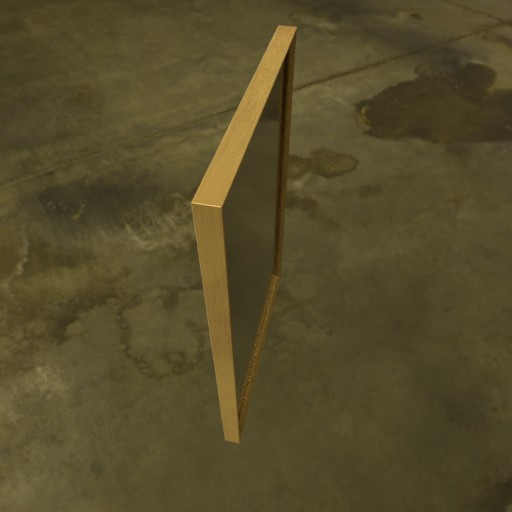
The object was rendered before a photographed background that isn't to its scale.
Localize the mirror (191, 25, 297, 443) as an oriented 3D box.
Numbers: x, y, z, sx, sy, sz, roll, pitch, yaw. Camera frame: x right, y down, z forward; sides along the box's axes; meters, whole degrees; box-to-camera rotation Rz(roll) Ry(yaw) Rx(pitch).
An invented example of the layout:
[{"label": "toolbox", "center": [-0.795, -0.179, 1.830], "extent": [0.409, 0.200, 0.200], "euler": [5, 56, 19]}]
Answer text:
[{"label": "mirror", "center": [0.000, 0.000, 0.909], "extent": [0.039, 0.710, 0.507], "euler": [10, 48, 9]}]
